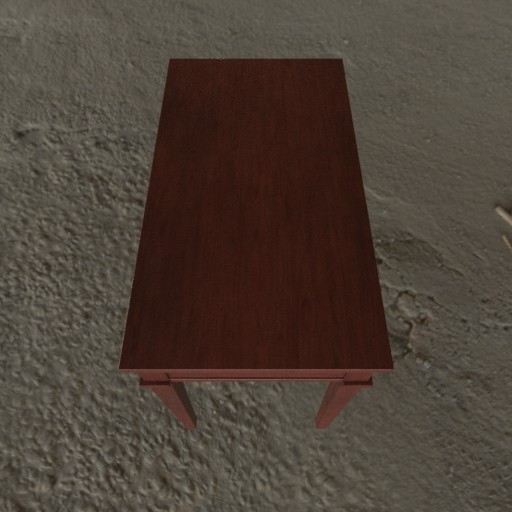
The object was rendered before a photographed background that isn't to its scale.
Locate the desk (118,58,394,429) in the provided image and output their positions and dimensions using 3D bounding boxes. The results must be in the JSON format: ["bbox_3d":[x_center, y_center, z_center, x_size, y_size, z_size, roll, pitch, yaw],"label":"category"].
[{"bbox_3d":[0.000,0.000,1.465,0.549,0.762,1.001,0,58,0],"label":"desk"}]
